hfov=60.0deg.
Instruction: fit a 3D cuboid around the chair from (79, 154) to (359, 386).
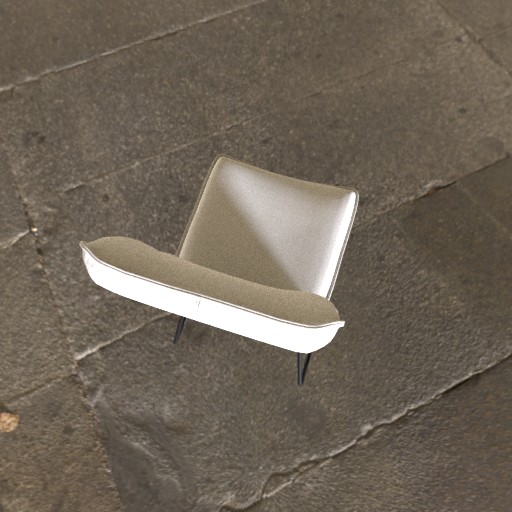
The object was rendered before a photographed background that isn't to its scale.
[{"bbox_3d":[0.000,0.000,1.323,0.515,0.930,0.688,16,65,8],"label":"chair"}]
